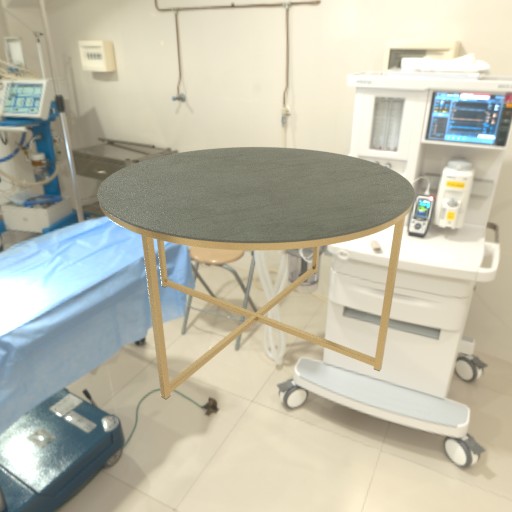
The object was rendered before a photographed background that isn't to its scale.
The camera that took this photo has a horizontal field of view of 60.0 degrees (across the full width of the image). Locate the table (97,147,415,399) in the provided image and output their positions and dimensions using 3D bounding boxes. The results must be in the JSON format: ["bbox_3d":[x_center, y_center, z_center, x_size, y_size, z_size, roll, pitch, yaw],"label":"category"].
[{"bbox_3d":[0.000,0.000,1.272,0.800,0.450,0.800,0,26,0],"label":"table"}]
